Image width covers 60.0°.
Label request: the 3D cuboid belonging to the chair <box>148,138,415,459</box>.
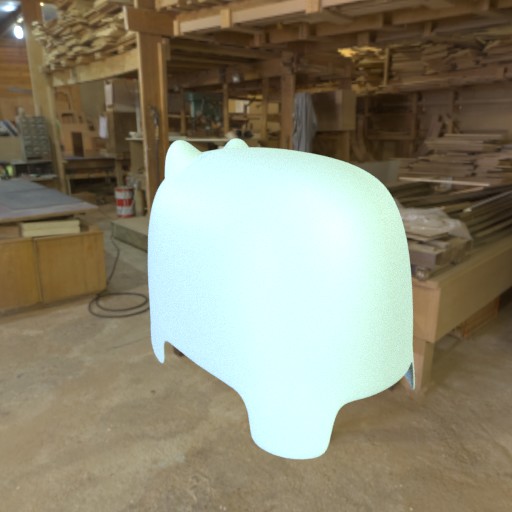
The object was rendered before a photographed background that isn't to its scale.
[{"bbox_3d":[0.000,0.000,0.845,0.364,0.423,0.619,-14,22,-39],"label":"chair"}]
